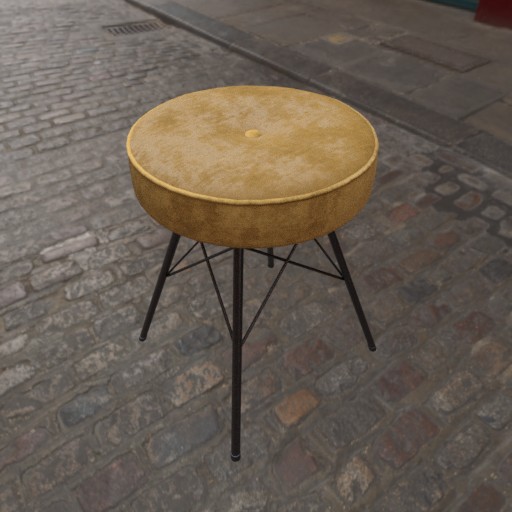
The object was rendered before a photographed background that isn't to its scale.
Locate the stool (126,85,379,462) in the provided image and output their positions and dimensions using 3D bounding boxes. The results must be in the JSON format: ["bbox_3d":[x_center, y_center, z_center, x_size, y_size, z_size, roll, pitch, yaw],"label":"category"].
[{"bbox_3d":[0.000,0.000,0.942,0.472,0.595,0.438,-26,48,-27],"label":"stool"}]
